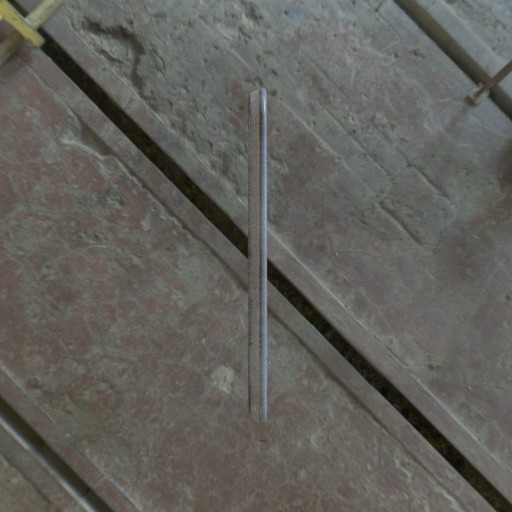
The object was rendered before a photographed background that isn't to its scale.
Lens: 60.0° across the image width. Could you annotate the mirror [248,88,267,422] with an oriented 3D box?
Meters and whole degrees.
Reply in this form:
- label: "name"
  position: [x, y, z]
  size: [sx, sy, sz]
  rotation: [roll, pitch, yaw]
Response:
- label: "mirror"
  position: [0.000, 0.000, 0.917]
  size: [0.024, 0.713, 0.461]
  rotation: [0, 90, 0]
